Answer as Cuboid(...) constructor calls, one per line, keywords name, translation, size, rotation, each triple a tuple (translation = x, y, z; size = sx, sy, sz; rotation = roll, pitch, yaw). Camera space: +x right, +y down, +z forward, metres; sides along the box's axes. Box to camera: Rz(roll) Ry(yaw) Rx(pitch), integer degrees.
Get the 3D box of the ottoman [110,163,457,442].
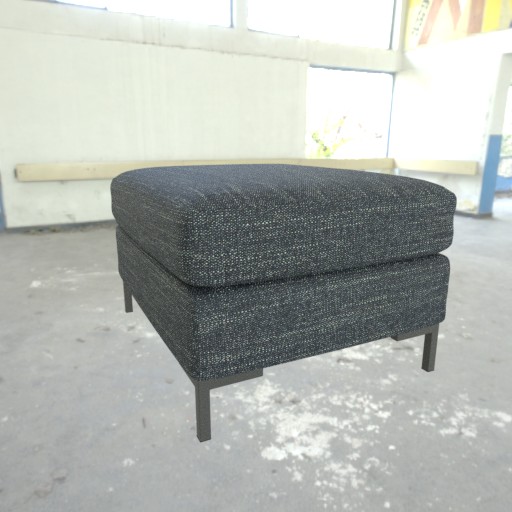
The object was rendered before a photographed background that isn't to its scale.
Cuboid(name="ottoman", translation=(0.000, 0.000, 1.250), size=(0.667, 0.491, 0.814), rotation=(-7, 16, -26))
